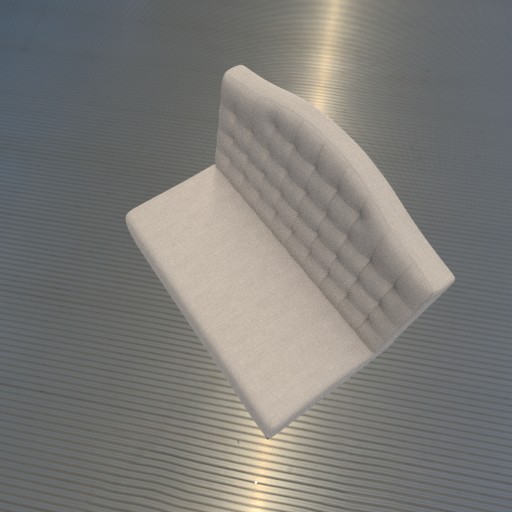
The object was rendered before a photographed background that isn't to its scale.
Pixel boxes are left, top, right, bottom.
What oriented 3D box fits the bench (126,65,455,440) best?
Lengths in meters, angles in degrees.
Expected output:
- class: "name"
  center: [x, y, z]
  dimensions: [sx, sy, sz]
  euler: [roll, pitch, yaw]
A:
- class: "bench"
  center: [0.000, 0.000, 2.075]
  dimensions: [0.815, 1.180, 1.335]
  euler: [-32, 67, -15]
